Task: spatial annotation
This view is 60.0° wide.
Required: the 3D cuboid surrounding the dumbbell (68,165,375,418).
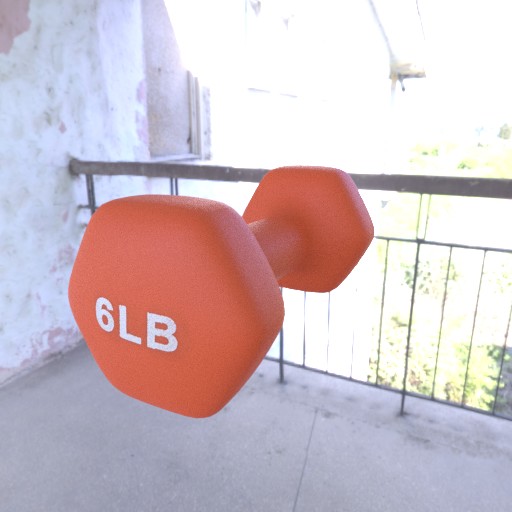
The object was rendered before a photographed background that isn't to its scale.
[{"bbox_3d":[0.000,0.000,0.202,0.079,0.071,0.162,9,19,27],"label":"dumbbell"}]
